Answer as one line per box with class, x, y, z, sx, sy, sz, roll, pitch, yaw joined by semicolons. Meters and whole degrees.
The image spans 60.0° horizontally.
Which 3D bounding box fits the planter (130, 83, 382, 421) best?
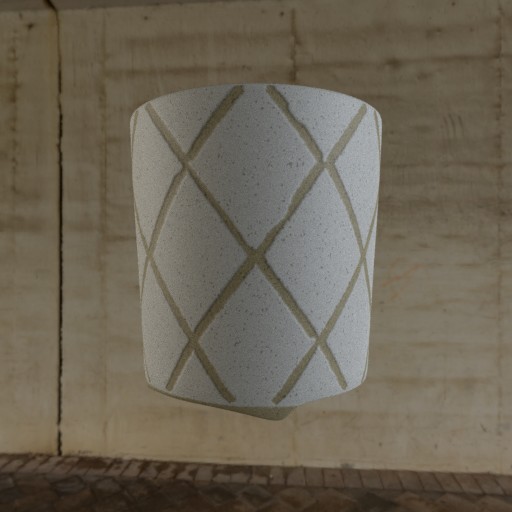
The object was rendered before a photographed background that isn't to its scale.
planter;0.000;0.000;0.349;0.191;0.199;0.191;0;0;0
